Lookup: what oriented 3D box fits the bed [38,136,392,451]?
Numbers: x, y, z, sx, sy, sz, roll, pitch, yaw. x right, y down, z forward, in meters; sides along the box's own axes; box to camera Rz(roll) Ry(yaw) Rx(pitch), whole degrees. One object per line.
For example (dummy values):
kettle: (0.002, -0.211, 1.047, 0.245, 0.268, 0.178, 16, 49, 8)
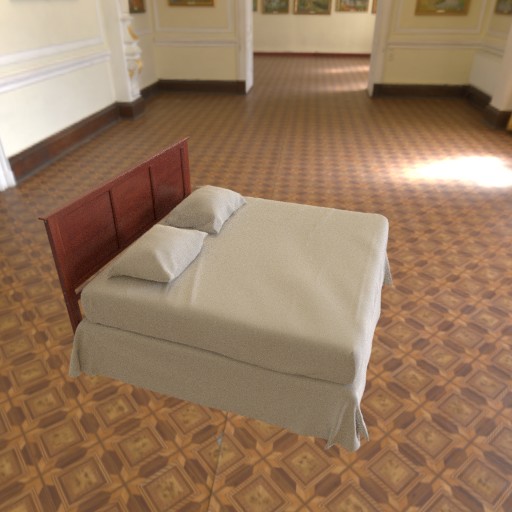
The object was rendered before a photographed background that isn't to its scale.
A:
bed: (0.000, 0.000, 3.639, 2.219, 1.271, 2.314, 10, 32, 17)
